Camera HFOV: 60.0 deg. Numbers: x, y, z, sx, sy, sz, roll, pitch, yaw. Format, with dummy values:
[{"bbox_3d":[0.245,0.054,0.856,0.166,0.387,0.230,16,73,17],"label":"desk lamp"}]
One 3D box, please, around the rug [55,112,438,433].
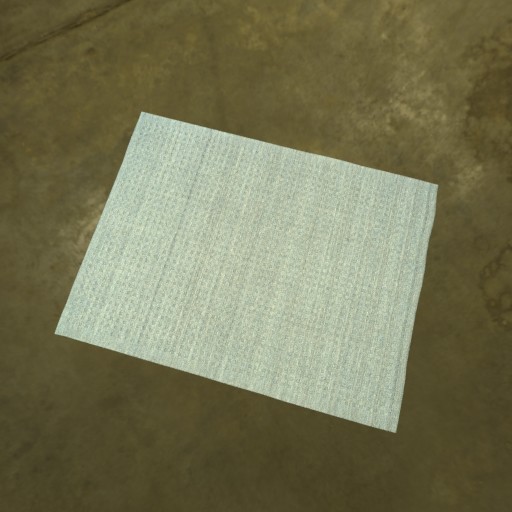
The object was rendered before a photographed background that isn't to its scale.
[{"bbox_3d":[0.000,0.000,4.290,3.200,0.007,2.443,15,75,4],"label":"rug"}]
